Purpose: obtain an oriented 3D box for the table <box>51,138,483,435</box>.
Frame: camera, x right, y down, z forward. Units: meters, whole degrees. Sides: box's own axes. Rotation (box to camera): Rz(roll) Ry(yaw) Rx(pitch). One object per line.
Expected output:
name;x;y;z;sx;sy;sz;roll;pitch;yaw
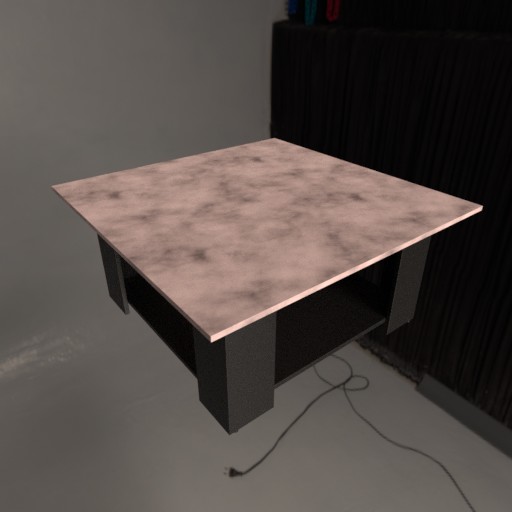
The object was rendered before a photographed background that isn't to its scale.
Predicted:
table;0.000;0.000;1.043;0.670;0.305;0.670;-21;36;-32
